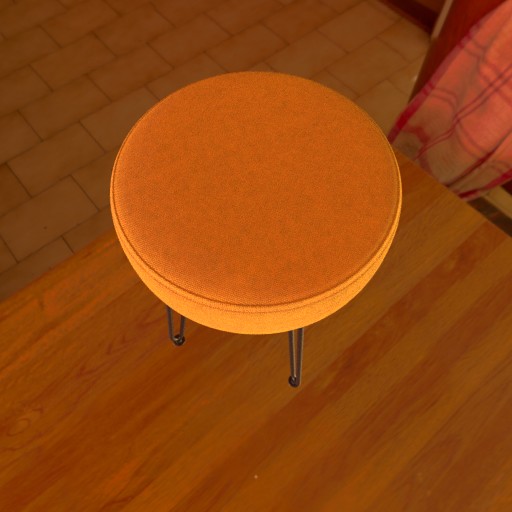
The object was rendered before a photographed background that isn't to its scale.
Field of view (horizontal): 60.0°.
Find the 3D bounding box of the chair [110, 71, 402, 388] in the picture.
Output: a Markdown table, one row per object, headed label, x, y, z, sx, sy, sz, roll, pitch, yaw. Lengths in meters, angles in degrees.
| label | x | y | z | sx | sy | sz | roll | pitch | yaw |
| --- | --- | --- | --- | --- | --- | --- | --- | --- | --- |
| chair | 0.000 | 0.000 | 0.706 | 0.345 | 0.455 | 0.345 | 17 | 65 | 8 |
